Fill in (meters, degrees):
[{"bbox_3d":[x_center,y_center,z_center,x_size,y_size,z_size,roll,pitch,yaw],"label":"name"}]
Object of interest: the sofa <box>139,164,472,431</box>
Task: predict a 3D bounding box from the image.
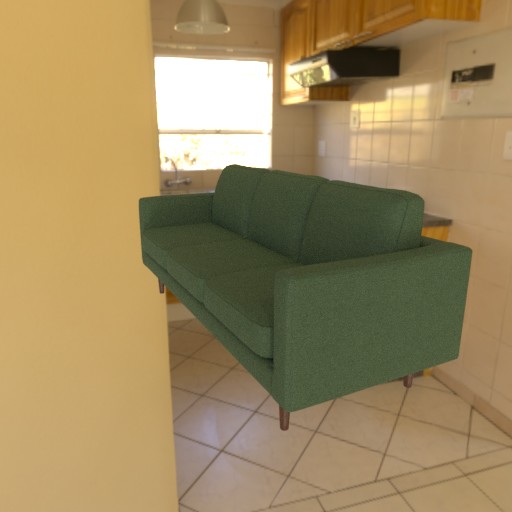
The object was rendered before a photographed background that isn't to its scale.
[{"bbox_3d":[0.000,0.000,2.475,0.879,0.899,2.029,-8,17,-26],"label":"sofa"}]
